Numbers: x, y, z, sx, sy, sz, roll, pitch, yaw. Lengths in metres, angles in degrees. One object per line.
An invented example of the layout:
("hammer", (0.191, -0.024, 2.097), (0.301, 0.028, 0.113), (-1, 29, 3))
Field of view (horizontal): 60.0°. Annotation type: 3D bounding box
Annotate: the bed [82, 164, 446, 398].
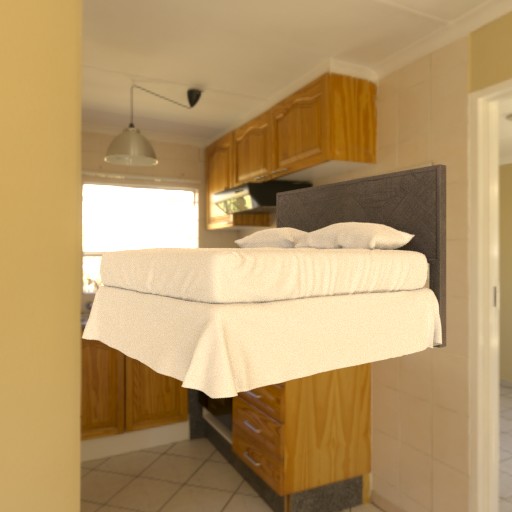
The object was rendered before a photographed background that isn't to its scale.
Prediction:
("bed", (0.000, 0.000, 2.911), (1.785, 1.142, 1.772), (0, 0, -37))
